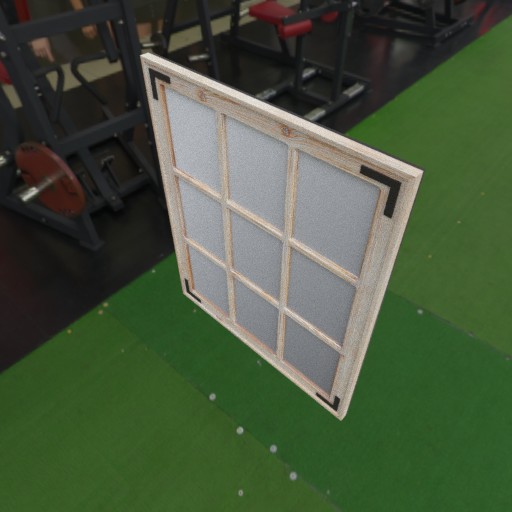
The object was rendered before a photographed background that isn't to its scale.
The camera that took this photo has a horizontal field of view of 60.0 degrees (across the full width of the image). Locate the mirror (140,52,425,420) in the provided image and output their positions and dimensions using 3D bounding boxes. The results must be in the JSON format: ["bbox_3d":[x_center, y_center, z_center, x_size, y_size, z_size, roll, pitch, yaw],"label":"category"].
[{"bbox_3d":[0.000,0.000,1.205,0.730,0.882,0.032,34,54,29],"label":"mirror"}]
